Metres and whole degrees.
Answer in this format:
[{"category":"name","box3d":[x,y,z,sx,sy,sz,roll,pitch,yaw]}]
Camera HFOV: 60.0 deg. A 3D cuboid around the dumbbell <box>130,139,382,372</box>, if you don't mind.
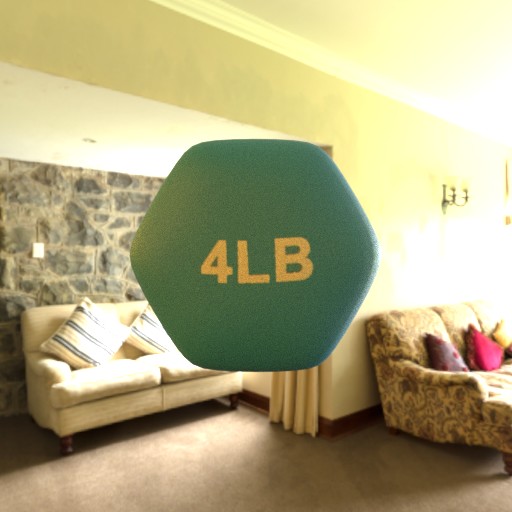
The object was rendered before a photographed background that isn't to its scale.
[{"category":"dumbbell","box3d":[0.000,0.000,0.191,0.074,0.066,0.152,0,0,1]}]
